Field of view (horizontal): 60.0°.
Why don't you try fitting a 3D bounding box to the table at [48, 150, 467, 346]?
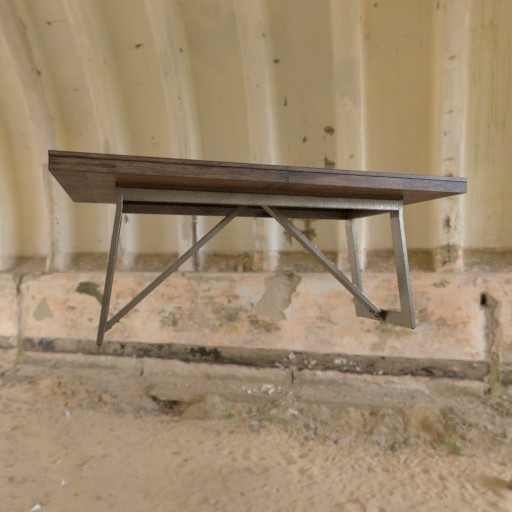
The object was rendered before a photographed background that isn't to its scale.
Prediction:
[{"bbox_3d":[0.000,0.000,2.329,1.867,0.757,0.931,0,-1,-17],"label":"table"}]
